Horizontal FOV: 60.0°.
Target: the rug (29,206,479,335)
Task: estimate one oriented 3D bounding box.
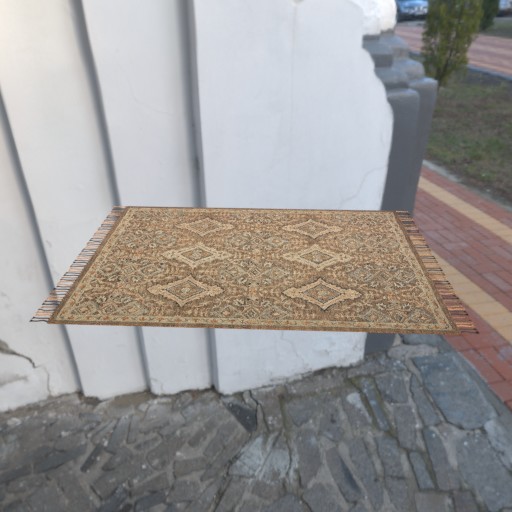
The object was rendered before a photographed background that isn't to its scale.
[{"bbox_3d":[0.000,0.000,3.035,2.434,0.010,1.516,1,31,2],"label":"rug"}]
